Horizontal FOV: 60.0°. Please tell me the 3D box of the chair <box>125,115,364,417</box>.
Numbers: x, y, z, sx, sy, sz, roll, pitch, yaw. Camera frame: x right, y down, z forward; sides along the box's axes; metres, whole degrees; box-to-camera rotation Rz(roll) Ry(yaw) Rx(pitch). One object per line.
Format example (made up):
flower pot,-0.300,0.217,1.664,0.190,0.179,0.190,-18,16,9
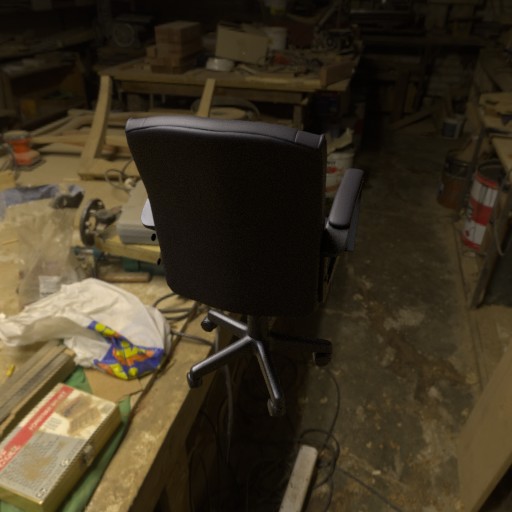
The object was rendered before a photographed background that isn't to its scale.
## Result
chair,0.000,0.000,1.384,0.576,0.998,0.641,9,34,14
